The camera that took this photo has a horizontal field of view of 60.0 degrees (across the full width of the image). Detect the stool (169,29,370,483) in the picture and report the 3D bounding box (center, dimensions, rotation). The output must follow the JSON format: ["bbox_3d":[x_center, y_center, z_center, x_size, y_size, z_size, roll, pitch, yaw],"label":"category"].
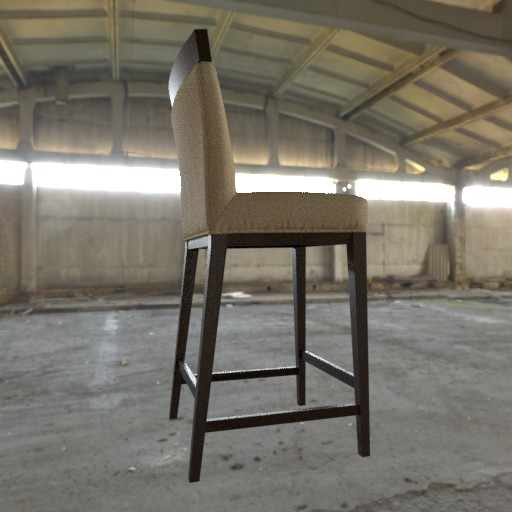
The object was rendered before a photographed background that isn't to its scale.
[{"bbox_3d":[0.000,0.000,1.390,0.531,1.117,0.511,0,0,-17],"label":"stool"}]
